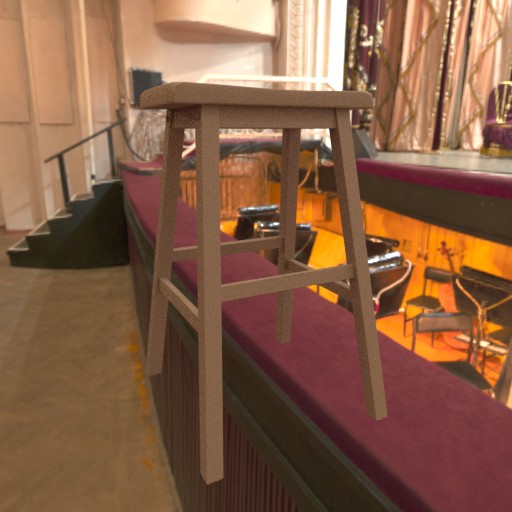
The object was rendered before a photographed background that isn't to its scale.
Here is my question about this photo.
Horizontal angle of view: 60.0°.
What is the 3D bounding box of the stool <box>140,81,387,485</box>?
[{"bbox_3d":[0.000,0.000,1.055,0.457,0.737,0.476,-8,18,-26],"label":"stool"}]
